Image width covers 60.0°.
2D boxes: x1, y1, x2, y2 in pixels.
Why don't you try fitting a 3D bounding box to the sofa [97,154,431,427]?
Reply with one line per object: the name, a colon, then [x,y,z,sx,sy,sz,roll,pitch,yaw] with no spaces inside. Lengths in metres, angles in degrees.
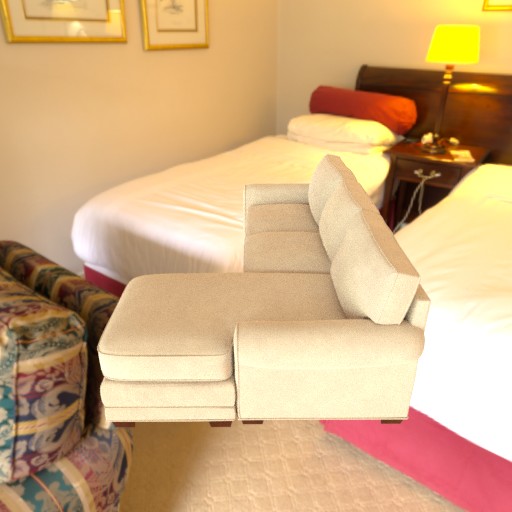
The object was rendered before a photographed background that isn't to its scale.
sofa: [0.000,0.000,2.369,1.226,0.734,1.770,0,27,0]
